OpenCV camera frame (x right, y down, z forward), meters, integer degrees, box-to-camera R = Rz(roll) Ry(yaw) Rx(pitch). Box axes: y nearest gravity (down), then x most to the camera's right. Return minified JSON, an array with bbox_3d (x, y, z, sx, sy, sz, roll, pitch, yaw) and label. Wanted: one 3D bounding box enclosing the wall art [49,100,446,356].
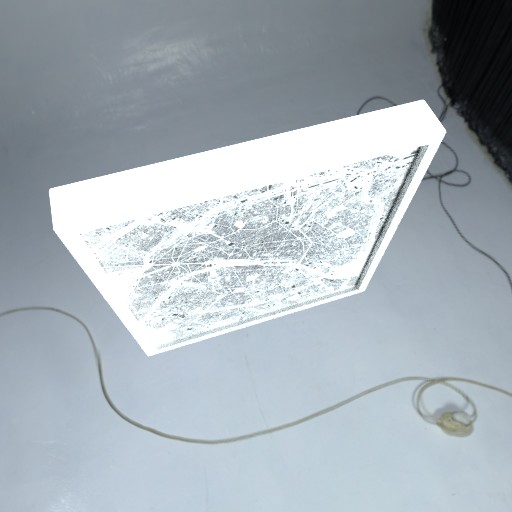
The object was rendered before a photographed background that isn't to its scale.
[{"bbox_3d":[0.000,0.000,0.469,0.305,0.305,0.038,-16,62,-8],"label":"wall art"}]
